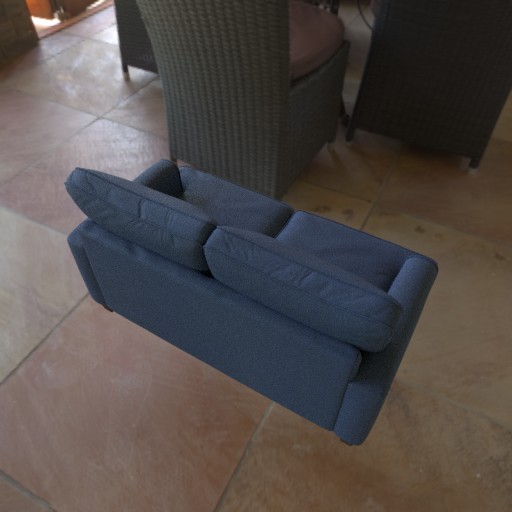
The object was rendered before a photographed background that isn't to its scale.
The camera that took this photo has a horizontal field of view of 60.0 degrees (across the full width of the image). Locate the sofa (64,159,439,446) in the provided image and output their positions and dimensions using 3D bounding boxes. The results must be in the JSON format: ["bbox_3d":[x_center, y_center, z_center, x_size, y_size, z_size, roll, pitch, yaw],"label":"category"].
[{"bbox_3d":[0.000,0.000,2.234,1.651,0.965,0.965,24,52,20],"label":"sofa"}]
